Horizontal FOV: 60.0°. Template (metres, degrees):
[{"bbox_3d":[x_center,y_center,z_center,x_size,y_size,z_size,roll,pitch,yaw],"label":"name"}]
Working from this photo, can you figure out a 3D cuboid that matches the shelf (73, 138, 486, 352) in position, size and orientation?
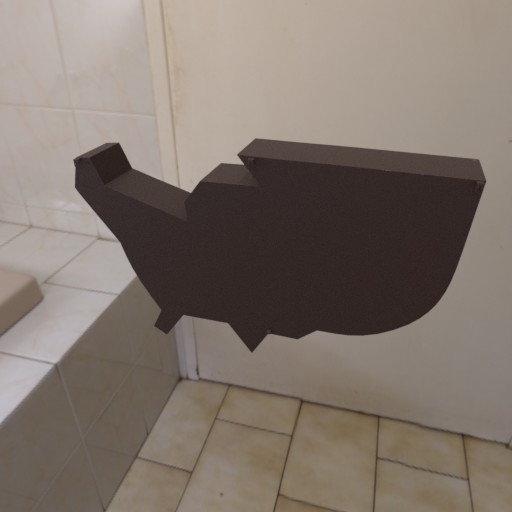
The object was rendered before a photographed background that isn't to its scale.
[{"bbox_3d":[0.000,0.000,0.885,0.729,0.439,0.112,9,32,15],"label":"shelf"}]
